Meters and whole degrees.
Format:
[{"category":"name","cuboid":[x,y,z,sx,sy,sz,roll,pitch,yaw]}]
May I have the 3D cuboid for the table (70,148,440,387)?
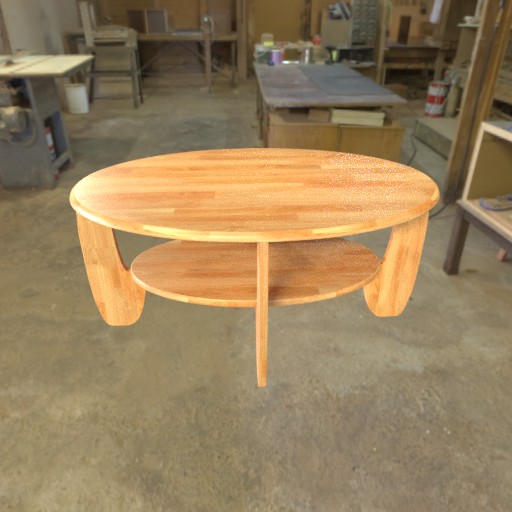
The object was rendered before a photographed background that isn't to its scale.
[{"category":"table","cuboid":[0.000,0.000,1.375,1.040,0.490,0.690,-2,30,-3]}]
